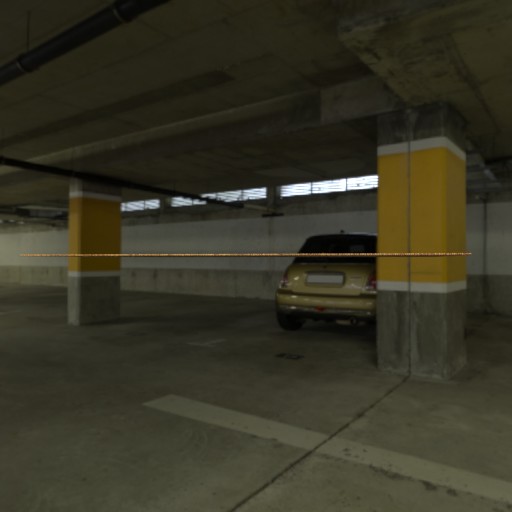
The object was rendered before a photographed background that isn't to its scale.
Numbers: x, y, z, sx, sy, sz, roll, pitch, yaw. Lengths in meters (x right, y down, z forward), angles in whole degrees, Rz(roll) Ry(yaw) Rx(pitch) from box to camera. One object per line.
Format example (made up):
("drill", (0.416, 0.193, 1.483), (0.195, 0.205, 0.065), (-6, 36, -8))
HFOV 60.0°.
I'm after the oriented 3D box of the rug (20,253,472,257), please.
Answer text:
("rug", (0.000, 0.000, 2.162), (1.747, 0.006, 1.143), (0, 0, 17))
